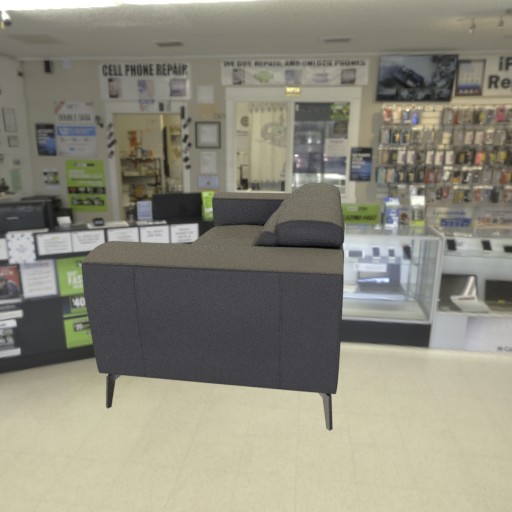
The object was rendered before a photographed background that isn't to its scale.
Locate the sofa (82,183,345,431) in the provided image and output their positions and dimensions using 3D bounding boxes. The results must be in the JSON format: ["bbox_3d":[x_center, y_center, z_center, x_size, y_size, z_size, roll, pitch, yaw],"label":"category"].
[{"bbox_3d":[0.000,0.000,2.814,1.048,0.814,2.330,2,15,9],"label":"sofa"}]
